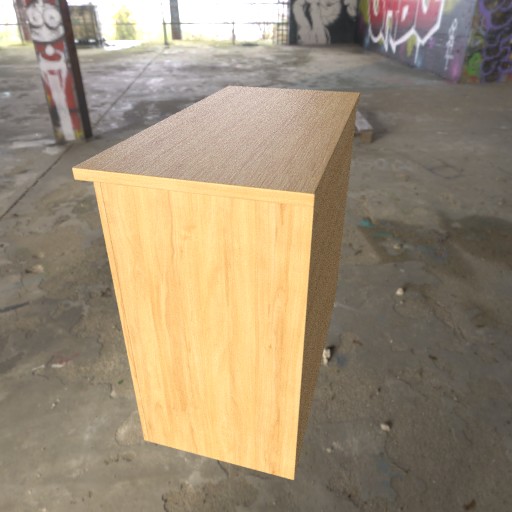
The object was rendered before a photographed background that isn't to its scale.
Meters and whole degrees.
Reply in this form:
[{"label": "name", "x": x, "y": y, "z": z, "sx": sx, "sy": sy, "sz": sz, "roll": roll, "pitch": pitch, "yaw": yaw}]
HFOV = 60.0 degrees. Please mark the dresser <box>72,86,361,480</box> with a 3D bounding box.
[{"label": "dresser", "x": 0.000, "y": 0.000, "z": 1.208, "sx": 0.410, "sy": 0.730, "sz": 0.800, "roll": 8, "pitch": 32, "yaw": 14}]
